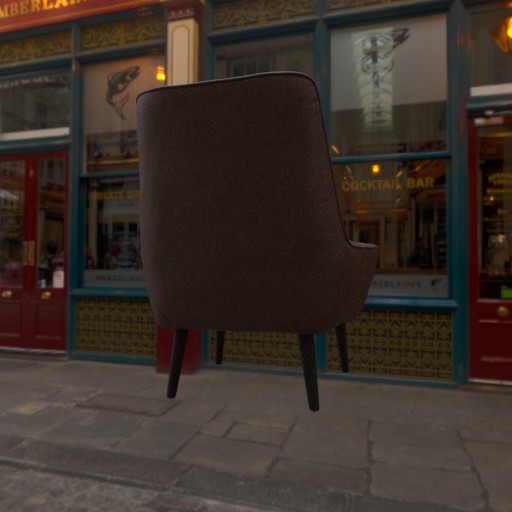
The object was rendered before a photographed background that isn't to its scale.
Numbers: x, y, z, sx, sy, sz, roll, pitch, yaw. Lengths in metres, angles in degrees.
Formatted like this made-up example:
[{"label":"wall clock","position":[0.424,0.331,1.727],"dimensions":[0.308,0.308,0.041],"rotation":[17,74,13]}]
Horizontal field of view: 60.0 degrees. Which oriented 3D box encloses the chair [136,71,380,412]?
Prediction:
[{"label":"chair","position":[0.000,0.000,1.485],"dimensions":[0.787,0.888,0.824],"rotation":[-1,-2,16]}]
